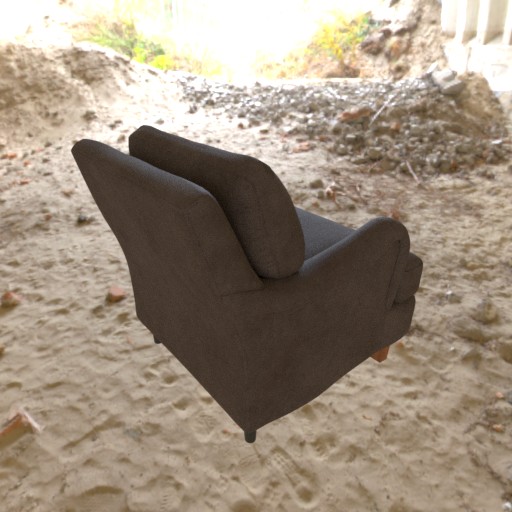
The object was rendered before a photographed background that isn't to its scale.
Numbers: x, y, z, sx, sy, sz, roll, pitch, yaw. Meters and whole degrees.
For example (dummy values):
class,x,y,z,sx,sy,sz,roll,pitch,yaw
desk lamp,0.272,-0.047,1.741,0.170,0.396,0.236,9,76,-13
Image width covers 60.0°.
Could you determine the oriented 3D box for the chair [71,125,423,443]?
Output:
class,x,y,z,sx,sy,sz,roll,pitch,yaw
chair,0.000,0.000,1.798,1.070,0.997,0.955,-18,31,-33
